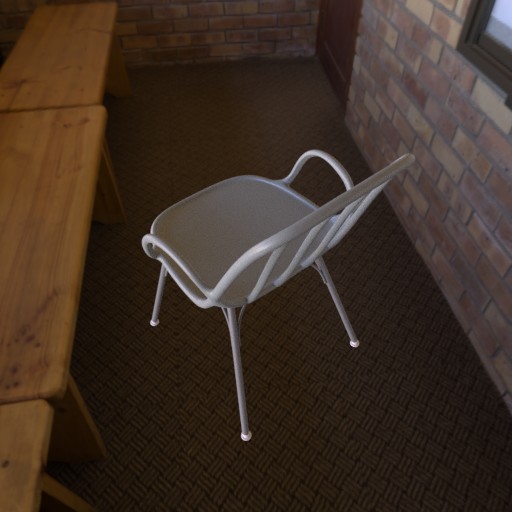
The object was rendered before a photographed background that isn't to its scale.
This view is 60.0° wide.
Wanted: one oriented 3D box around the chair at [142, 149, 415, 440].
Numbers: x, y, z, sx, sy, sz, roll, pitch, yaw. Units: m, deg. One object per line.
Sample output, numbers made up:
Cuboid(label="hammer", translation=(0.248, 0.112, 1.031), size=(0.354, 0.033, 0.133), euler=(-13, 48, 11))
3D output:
Cuboid(label="chair", translation=(0.000, 0.000, 1.234), size=(0.549, 0.816, 0.597), euler=(-32, 54, -27))
